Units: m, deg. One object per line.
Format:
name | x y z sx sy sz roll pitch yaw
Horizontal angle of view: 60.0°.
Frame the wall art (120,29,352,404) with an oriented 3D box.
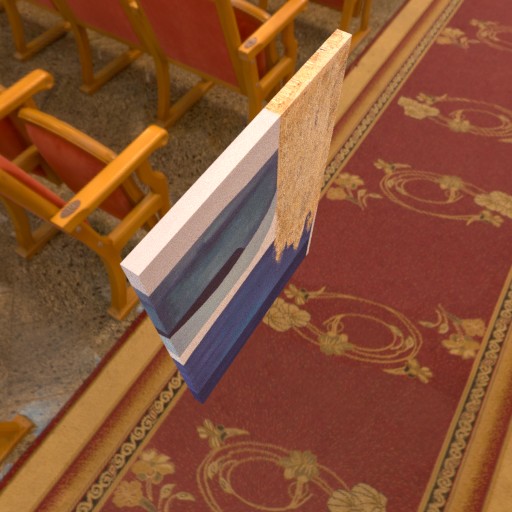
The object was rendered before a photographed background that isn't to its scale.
wall art | 0.000 0.000 0.801 0.026 0.613 0.458 30 64 16
